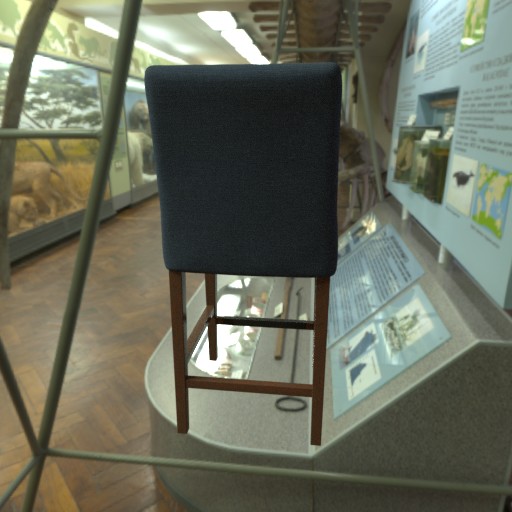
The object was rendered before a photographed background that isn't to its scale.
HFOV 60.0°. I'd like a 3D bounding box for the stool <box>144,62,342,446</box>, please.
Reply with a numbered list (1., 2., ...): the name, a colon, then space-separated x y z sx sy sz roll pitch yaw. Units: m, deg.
1. stool: 0.000 0.000 1.295 0.470 0.981 0.577 2 17 7
